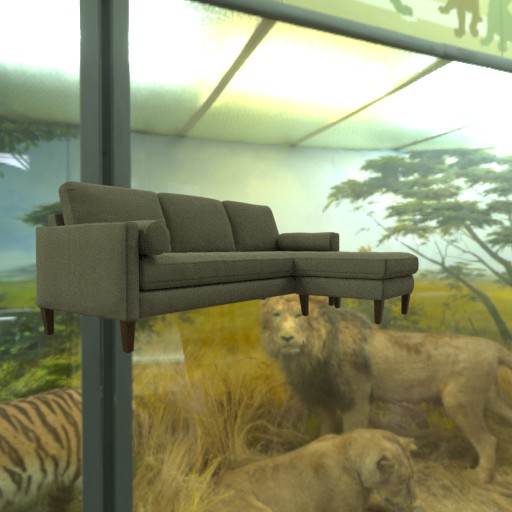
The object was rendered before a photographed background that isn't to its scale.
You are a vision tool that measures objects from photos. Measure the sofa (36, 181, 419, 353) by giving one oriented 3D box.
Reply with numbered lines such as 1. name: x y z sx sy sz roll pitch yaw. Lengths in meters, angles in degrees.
1. sofa: 0.000 0.000 2.918 1.506 0.875 2.178 1 1 37
